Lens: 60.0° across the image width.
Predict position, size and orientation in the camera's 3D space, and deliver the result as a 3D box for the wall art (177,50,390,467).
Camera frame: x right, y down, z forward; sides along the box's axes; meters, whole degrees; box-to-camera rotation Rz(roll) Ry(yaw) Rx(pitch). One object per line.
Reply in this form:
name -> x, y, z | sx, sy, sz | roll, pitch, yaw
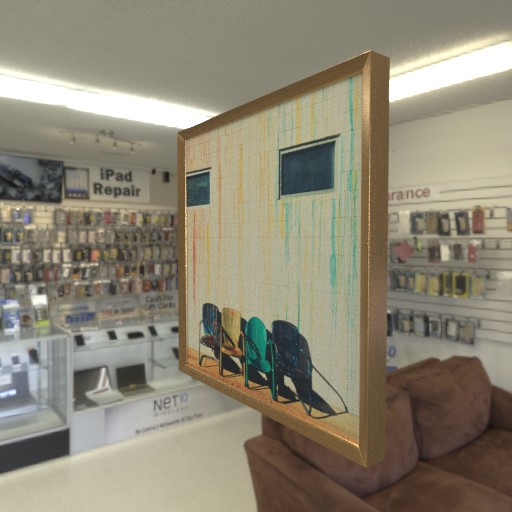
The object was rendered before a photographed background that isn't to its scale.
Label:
wall art -> 0.000, 0.000, 0.748 | 0.037, 0.505, 0.505 | -2, 3, -37
